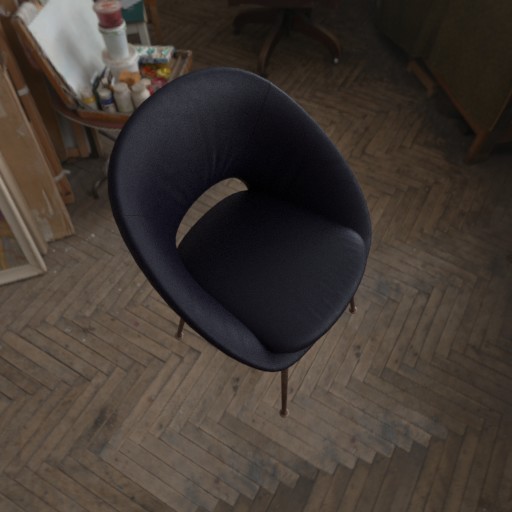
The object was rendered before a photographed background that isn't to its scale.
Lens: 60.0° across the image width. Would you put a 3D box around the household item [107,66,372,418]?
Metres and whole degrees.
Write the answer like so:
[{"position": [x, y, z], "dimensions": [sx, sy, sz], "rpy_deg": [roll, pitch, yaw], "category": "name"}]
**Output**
[{"position": [0.000, 0.000, 1.241], "dimensions": [0.573, 0.852, 0.623], "rpy_deg": [32, 63, 18], "category": "household item"}]
